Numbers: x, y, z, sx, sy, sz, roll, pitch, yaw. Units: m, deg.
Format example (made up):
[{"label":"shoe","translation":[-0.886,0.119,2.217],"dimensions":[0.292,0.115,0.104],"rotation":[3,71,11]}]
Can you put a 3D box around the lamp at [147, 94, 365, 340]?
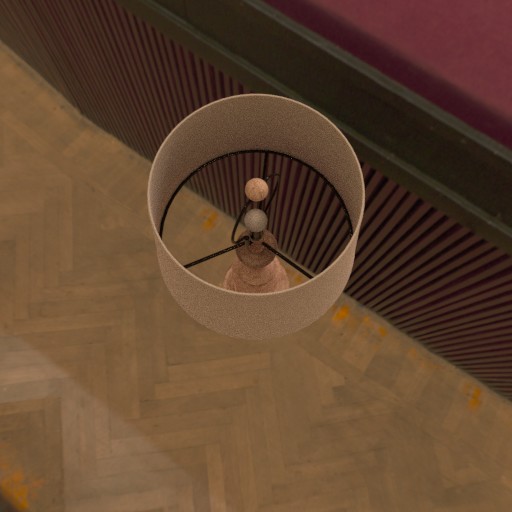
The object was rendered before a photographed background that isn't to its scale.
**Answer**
[{"label":"lamp","translation":[0.000,0.000,0.869],"dimensions":[0.340,0.678,0.340],"rotation":[0,75,0]}]
